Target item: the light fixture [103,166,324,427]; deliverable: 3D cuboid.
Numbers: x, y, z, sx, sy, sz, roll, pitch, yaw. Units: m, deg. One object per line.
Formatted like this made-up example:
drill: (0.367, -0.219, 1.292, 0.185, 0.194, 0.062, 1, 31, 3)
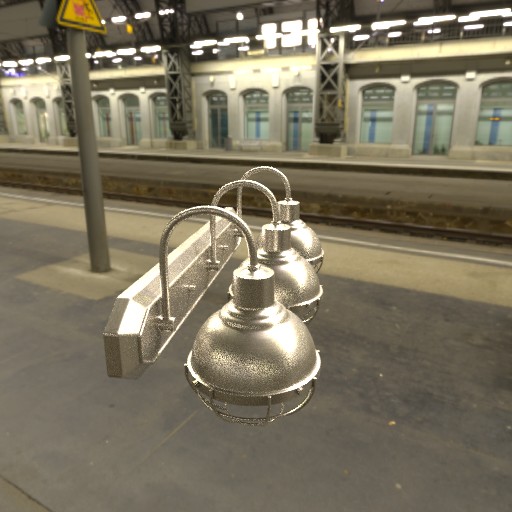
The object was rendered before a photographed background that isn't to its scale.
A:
light fixture: (0.000, 0.000, 0.749, 0.229, 0.254, 0.634, 3, 17, 8)
